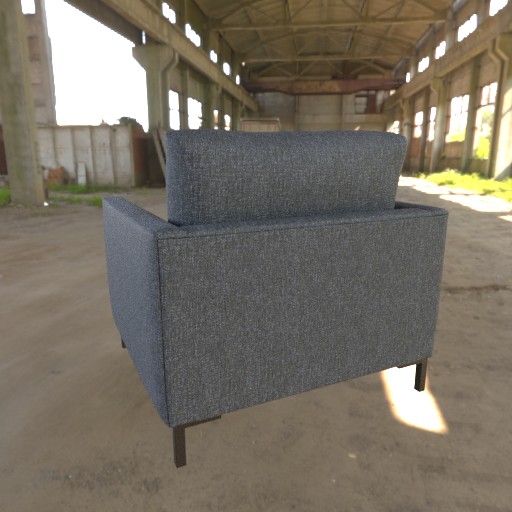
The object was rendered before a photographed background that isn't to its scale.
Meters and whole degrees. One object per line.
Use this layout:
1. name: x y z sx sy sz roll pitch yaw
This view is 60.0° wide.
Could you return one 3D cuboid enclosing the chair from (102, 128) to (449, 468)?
1. chair: 0.000 0.000 1.599 0.963 0.861 0.866 -6 15 -25
